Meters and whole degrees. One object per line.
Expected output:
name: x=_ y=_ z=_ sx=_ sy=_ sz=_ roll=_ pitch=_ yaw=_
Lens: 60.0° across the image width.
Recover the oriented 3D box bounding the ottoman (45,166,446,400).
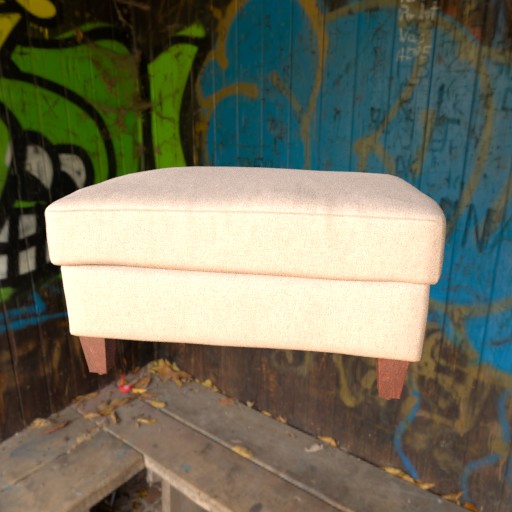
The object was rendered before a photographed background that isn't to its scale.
ottoman: x=0.000 y=0.000 z=1.314 sx=0.902 sy=0.511 sz=0.692 roll=2 pitch=17 yaw=8
